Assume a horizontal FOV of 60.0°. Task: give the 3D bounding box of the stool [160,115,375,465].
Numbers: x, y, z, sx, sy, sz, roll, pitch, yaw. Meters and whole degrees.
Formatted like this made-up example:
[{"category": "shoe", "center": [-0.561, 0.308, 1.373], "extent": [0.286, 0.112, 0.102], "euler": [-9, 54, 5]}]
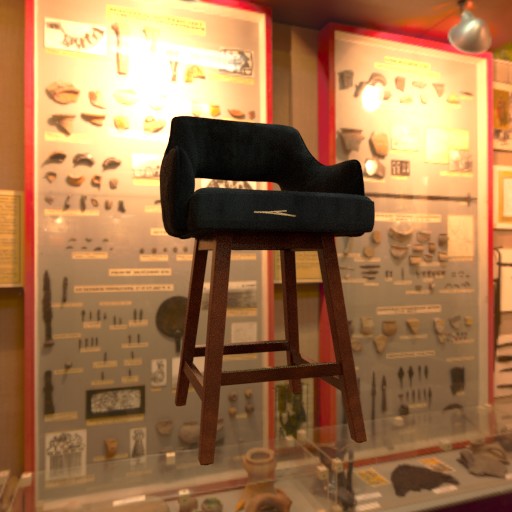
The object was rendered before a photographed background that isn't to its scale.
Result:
[{"category": "stool", "center": [0.000, 0.000, 1.294], "extent": [0.550, 0.940, 0.560], "euler": [0, 0, -18]}]
